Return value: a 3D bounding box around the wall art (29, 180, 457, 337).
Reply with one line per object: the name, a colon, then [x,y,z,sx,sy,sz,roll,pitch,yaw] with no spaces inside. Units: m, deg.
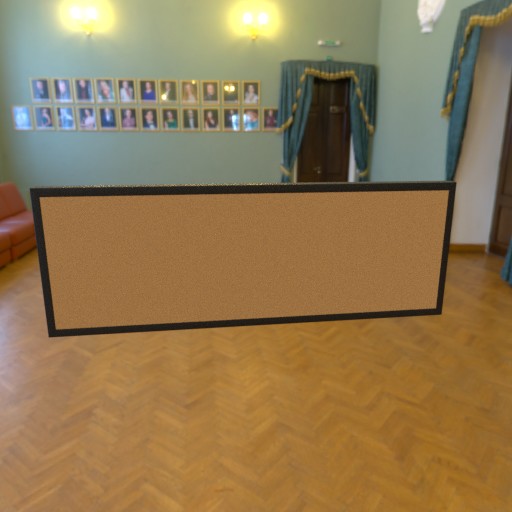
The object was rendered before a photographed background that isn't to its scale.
wall art: [0.000,0.000,0.942,0.860,0.303,0.037,-2,15,-8]
